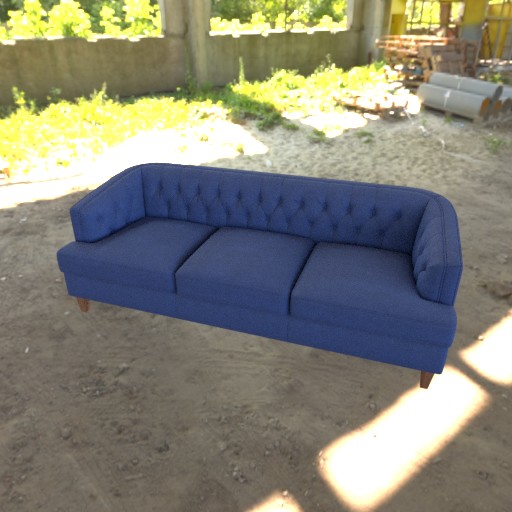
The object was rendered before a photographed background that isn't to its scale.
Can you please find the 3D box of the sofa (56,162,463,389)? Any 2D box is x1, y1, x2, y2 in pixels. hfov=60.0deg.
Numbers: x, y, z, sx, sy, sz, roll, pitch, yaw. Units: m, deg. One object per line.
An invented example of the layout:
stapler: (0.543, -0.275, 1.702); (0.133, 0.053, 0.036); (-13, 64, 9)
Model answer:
sofa: (0.000, 0.000, 2.714); (2.235, 0.787, 0.914); (9, 29, 17)
